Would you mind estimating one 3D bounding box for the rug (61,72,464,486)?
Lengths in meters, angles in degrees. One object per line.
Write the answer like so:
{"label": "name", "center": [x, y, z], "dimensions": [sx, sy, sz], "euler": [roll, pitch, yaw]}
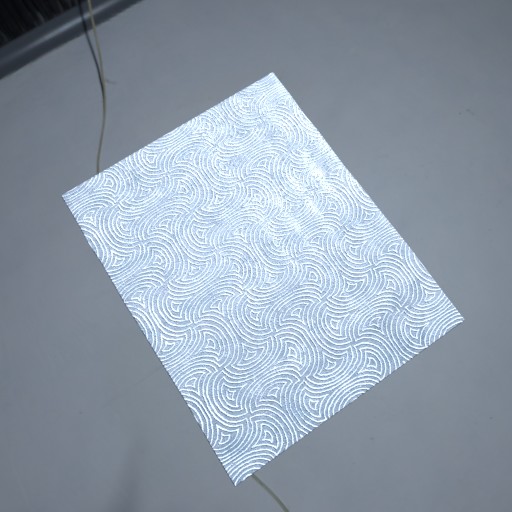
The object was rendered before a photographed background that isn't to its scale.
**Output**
{"label": "rug", "center": [0.000, 0.000, 4.085], "dimensions": [2.456, 0.021, 3.042], "euler": [-33, 78, -8]}
